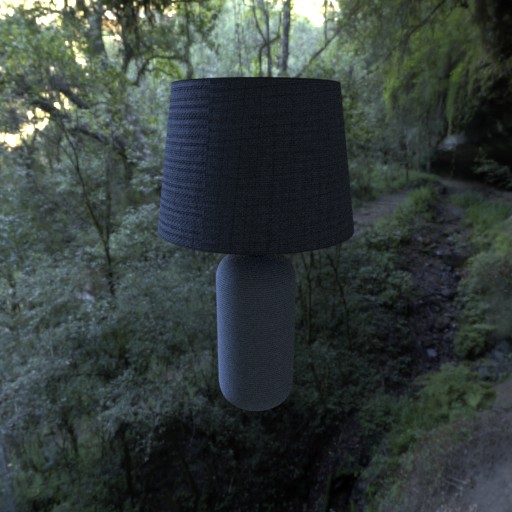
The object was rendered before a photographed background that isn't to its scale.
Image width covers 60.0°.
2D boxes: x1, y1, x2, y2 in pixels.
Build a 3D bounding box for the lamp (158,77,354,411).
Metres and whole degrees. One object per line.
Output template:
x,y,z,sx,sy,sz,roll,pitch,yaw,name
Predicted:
0.000,0.000,0.592,0.251,0.429,0.251,0,18,0,lamp
